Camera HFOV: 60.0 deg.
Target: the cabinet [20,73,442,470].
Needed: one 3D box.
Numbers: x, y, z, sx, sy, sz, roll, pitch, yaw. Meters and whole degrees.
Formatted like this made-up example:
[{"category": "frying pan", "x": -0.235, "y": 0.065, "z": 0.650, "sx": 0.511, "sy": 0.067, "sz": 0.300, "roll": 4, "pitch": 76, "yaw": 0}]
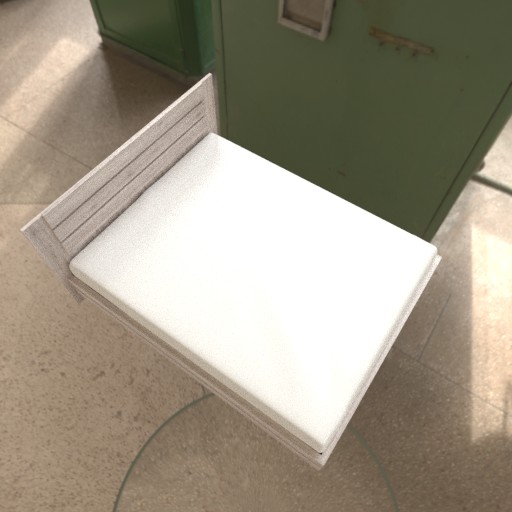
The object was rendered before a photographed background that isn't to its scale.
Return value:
[{"category": "cabinet", "x": 0.000, "y": 0.000, "z": 2.999, "sx": 2.080, "sy": 0.970, "sz": 1.750, "roll": 31, "pitch": 63, "yaw": 18}]
